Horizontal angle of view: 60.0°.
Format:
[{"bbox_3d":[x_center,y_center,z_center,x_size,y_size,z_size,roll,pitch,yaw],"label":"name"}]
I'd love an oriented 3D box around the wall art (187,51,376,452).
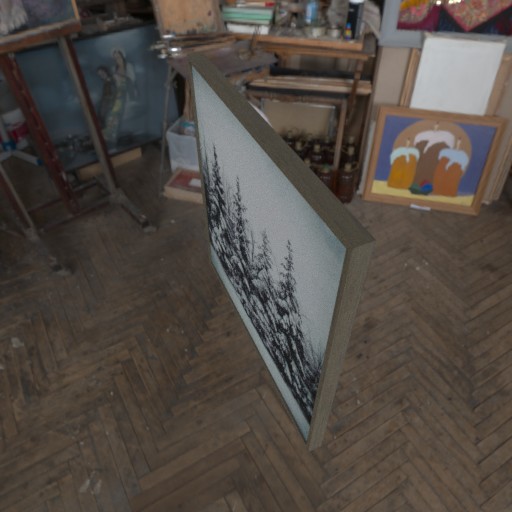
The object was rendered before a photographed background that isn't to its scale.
[{"bbox_3d":[0.000,0.000,1.146,0.039,0.758,0.758,-18,48,-17],"label":"wall art"}]
